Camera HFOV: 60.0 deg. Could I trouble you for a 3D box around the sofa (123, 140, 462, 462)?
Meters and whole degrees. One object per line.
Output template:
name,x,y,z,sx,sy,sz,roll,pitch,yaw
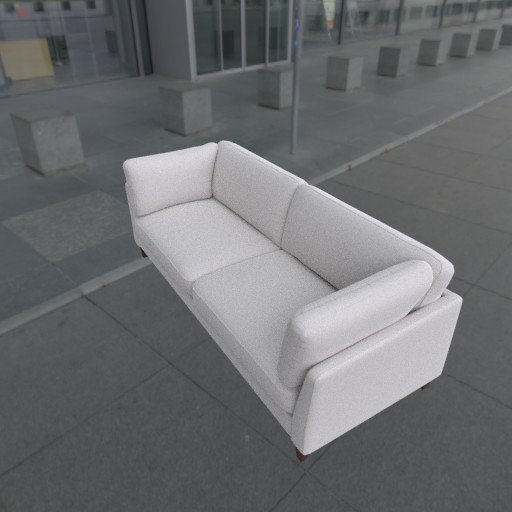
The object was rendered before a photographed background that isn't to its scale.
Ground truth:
sofa,0.000,0.000,2.799,0.957,0.863,2.301,-18,36,-27
